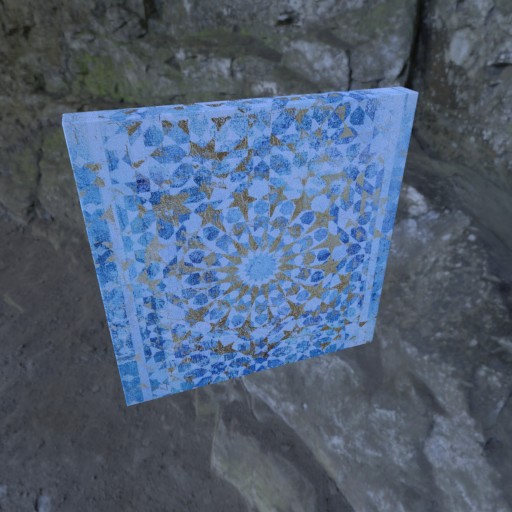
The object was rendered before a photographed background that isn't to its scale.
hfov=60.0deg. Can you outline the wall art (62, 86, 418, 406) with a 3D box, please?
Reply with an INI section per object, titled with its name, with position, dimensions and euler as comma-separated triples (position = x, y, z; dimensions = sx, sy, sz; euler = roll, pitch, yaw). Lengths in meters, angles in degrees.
[wall art]
position = 0.000, 0.000, 0.602
dimensions = 0.405, 0.405, 0.037
euler = -11, 34, -16
